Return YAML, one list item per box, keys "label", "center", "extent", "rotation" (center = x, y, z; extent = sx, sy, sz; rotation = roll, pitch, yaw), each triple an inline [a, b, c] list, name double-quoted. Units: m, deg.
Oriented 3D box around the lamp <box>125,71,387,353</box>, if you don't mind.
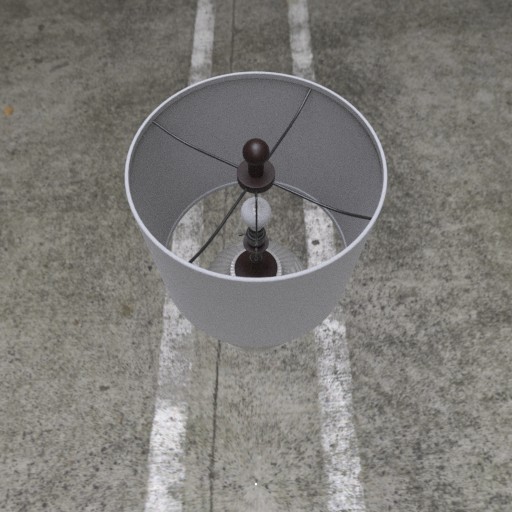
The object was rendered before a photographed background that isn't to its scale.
- label: "lamp"
  center: [0.000, 0.000, 0.761]
  extent: [0.318, 0.567, 0.318]
  rotation: [0, 63, 0]
